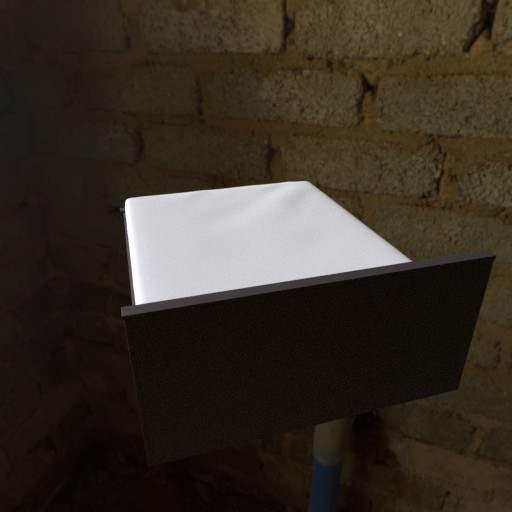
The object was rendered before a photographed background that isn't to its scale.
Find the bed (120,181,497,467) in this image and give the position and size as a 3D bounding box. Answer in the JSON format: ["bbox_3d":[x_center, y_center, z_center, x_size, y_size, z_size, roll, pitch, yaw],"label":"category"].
[{"bbox_3d":[0.000,0.000,2.870,1.634,0.808,2.103,-8,29,-15],"label":"bed"}]
